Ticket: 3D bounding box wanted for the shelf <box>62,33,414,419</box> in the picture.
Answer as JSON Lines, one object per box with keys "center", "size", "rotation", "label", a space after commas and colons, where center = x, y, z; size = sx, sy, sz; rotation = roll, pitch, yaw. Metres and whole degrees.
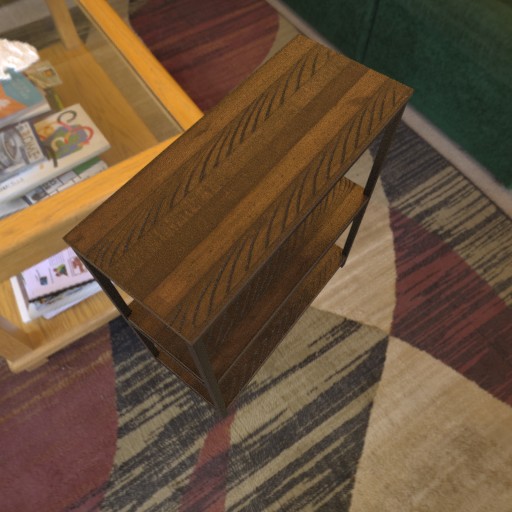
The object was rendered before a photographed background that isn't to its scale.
{"center": [0.000, 0.000, 1.415], "size": [0.352, 0.947, 0.822], "rotation": [35, 67, 17], "label": "shelf"}
